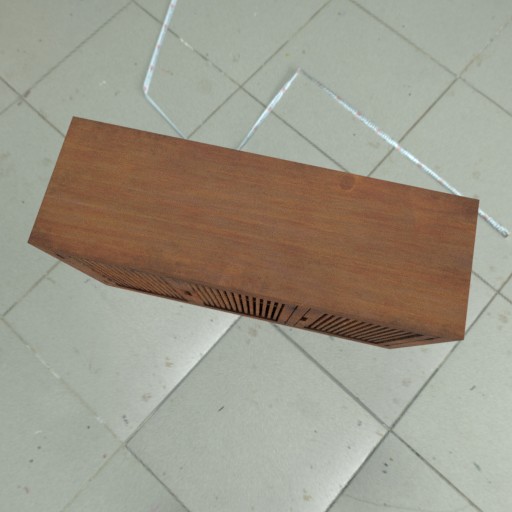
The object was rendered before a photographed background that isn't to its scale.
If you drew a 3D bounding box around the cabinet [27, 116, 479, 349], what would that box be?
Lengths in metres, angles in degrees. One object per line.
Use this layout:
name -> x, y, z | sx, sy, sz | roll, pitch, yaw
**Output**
cabinet -> 0.000, 0.000, 1.627 | 1.204, 0.805, 0.403 | 12, 76, 3
